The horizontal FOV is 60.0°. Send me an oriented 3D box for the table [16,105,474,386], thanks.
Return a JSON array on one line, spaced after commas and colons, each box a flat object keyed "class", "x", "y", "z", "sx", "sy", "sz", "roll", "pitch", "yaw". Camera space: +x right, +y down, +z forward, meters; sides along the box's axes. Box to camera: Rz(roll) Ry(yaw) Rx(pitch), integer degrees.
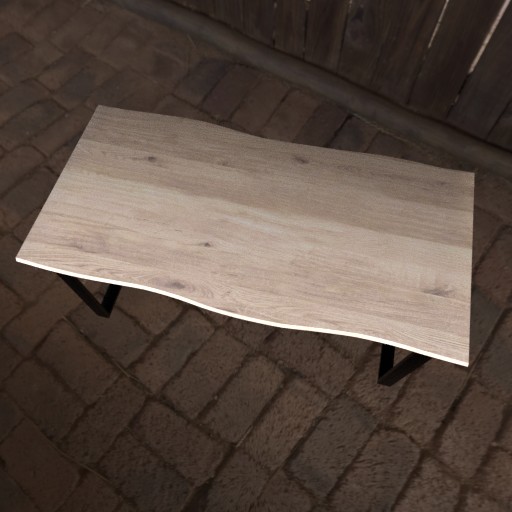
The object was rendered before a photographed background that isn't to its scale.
[{"class": "table", "x": 0.000, "y": 0.000, "z": 2.222, "sx": 1.800, "sy": 0.780, "sz": 0.900, "roll": 12, "pitch": 64, "yaw": 6}]
